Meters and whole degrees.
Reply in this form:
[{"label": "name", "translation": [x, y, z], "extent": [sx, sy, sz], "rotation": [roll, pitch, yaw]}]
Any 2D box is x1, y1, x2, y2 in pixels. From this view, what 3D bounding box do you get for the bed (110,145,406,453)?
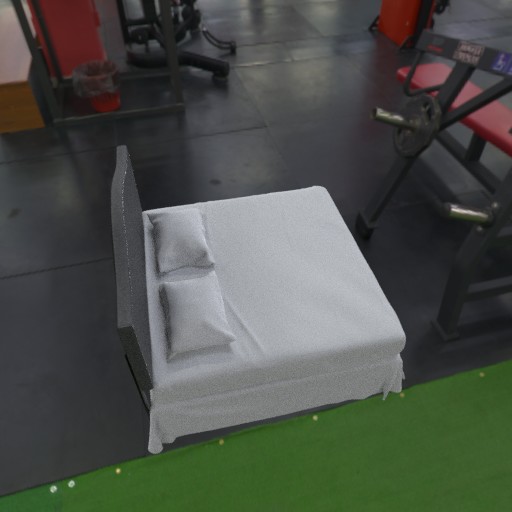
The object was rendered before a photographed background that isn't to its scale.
[{"label": "bed", "translation": [0.000, 0.000, 3.813], "extent": [2.219, 1.651, 2.314], "rotation": [-9, 46, -9]}]
